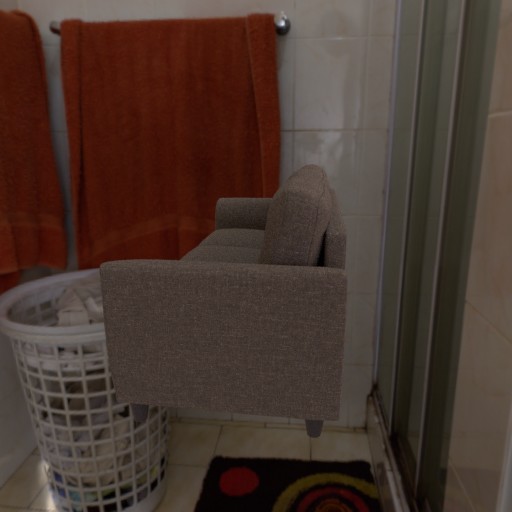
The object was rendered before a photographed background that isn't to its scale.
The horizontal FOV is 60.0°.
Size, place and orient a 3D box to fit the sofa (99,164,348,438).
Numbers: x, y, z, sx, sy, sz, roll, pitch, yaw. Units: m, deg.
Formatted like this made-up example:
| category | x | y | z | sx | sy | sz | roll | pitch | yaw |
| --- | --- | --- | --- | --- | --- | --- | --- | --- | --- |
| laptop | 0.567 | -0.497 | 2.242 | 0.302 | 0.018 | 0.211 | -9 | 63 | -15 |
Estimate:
| category | x | y | z | sx | sy | sz | roll | pitch | yaw |
| --- | --- | --- | --- | --- | --- | --- | --- | --- | --- |
| sofa | 0.000 | 0.000 | 2.328 | 0.837 | 0.891 | 1.847 | 2 | 15 | 8 |
